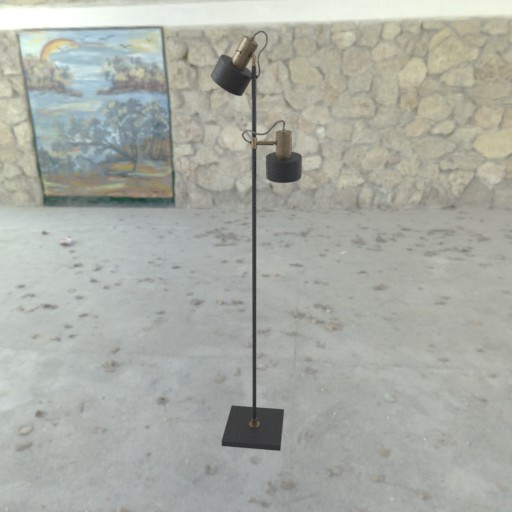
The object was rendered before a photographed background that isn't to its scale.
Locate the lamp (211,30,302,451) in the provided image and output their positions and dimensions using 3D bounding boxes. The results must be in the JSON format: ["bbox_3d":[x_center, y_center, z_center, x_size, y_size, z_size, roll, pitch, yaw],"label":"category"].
[{"bbox_3d":[0.000,0.000,1.632,0.315,1.505,0.233,2,17,7],"label":"lamp"}]
